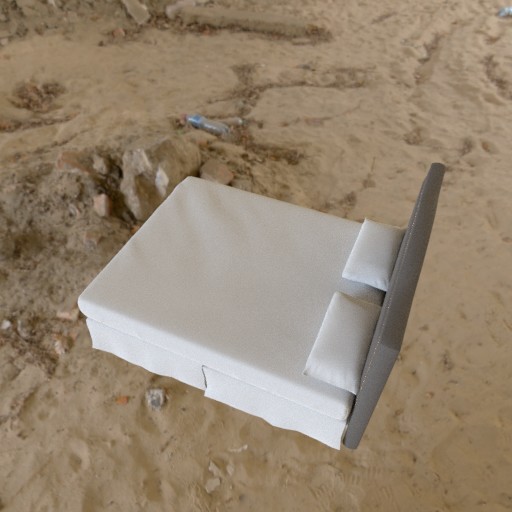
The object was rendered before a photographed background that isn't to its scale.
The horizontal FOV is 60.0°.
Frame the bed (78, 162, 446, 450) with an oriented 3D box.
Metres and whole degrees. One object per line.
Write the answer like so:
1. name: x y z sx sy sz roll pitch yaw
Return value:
1. bed: 0.000 0.000 3.462 2.282 1.436 1.821 18 49 16
